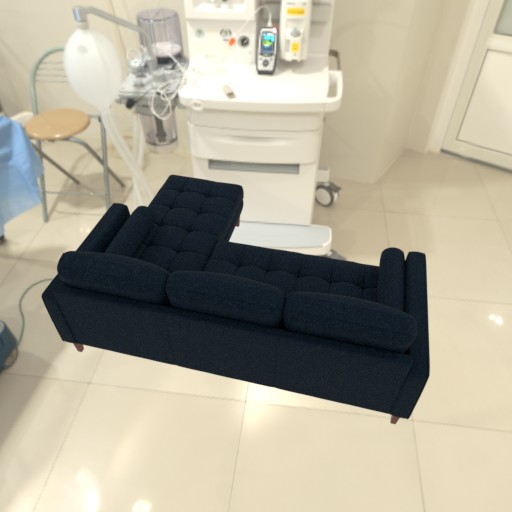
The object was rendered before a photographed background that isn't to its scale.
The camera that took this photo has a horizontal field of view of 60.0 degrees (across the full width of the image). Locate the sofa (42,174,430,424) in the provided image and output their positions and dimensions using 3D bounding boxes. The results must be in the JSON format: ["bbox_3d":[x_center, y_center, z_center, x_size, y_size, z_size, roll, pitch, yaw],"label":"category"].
[{"bbox_3d":[0.000,0.000,3.021,2.185,0.841,1.613,10,45,10],"label":"sofa"}]
